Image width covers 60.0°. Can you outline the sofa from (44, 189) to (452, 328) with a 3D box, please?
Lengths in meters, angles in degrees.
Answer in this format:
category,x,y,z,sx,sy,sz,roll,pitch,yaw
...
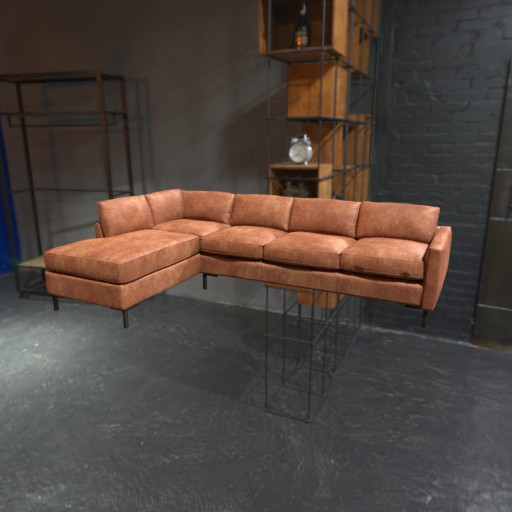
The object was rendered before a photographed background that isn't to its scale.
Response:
category,x,y,z,sx,sy,sz,roll,pitch,yaw
sofa,0.000,0.000,3.836,2.984,0.877,1.938,7,17,26
